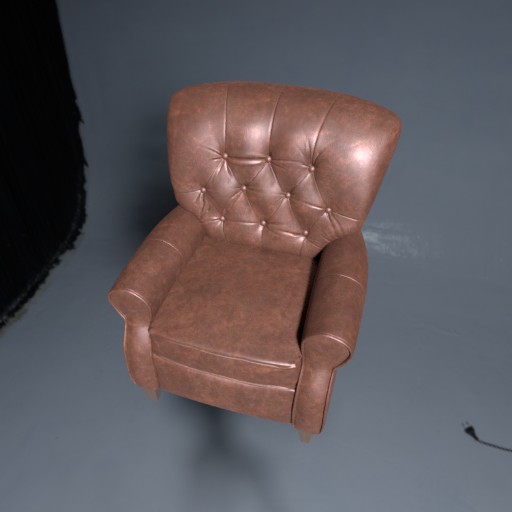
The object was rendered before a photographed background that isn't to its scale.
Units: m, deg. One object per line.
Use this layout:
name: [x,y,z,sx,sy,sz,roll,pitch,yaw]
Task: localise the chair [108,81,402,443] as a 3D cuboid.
chair: [0.000,0.000,1.898,0.979,1.162,1.031,11,42,12]
